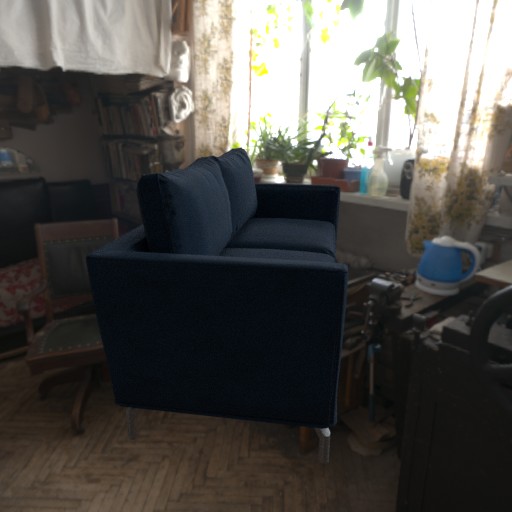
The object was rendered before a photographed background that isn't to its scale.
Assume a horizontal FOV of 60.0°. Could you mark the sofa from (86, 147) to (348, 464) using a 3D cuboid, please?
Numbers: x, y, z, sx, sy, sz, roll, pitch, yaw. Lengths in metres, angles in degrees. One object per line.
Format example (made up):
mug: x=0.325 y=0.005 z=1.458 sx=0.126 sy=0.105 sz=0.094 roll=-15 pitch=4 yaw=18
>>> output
sofa: x=0.000 y=0.000 z=2.278 sx=0.853 sy=1.002 sz=1.770 roll=3 pitch=18 yaw=9
